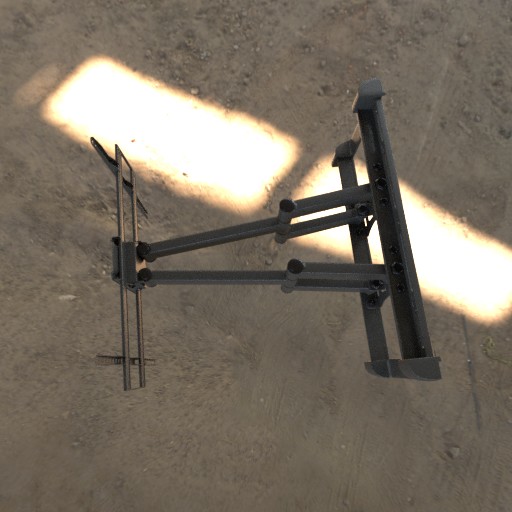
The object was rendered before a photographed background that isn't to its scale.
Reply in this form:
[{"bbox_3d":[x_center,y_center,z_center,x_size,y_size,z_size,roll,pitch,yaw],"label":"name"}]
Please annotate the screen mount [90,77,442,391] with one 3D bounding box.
[{"bbox_3d":[0.000,0.000,0.955,0.556,0.424,0.571,-6,76,-2],"label":"screen mount"}]
